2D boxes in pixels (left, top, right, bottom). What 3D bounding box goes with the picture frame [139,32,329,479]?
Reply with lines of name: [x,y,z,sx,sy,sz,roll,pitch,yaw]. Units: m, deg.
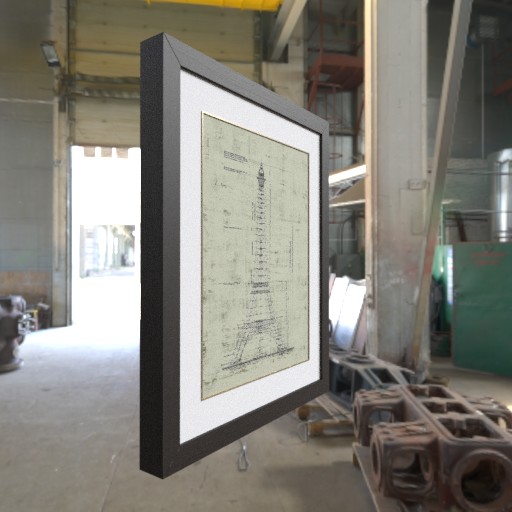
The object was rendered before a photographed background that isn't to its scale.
picture frame: [0.000,0.000,0.745,0.044,0.555,0.452,0,0,36]
